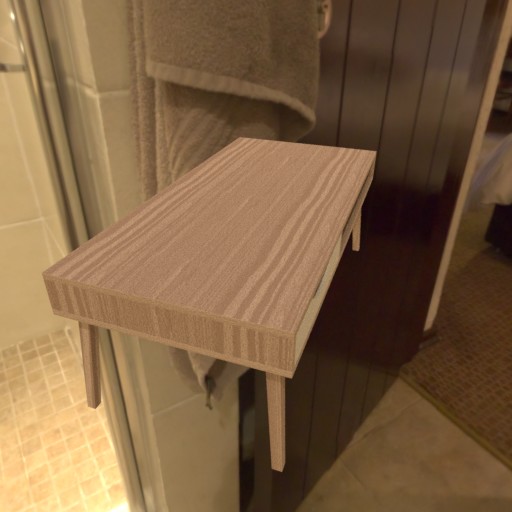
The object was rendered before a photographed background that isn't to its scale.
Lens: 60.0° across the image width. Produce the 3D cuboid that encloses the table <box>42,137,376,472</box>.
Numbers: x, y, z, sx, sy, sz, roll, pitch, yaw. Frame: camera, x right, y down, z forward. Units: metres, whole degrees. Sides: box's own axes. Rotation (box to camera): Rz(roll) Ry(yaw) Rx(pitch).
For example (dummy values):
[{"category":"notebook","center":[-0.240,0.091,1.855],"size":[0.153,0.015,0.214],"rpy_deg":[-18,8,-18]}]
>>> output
[{"category":"table","center":[0.000,0.000,1.519],"size":[0.600,0.450,1.200],"rpy_deg":[11,32,17]}]
